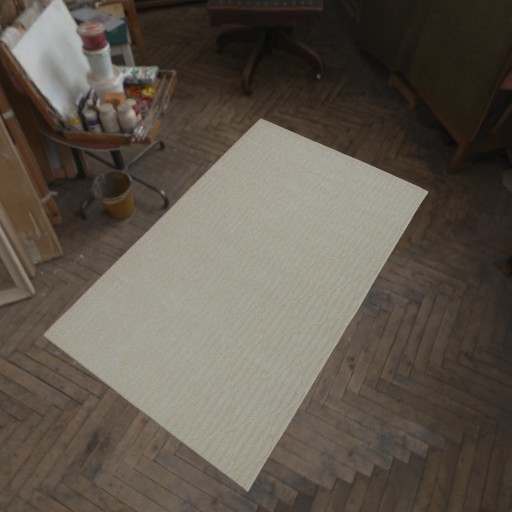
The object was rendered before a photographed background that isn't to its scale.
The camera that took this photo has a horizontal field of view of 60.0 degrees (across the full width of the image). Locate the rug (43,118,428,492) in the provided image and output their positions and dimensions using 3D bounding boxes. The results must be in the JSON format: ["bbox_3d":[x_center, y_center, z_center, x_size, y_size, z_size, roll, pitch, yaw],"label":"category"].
[{"bbox_3d":[0.000,0.000,3.040,1.531,0.014,2.441,29,61,18],"label":"rug"}]
